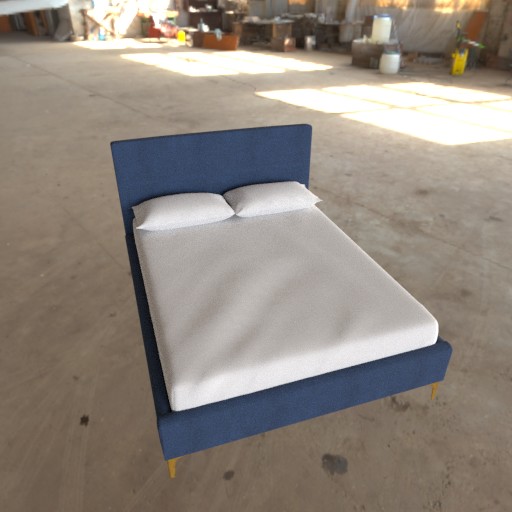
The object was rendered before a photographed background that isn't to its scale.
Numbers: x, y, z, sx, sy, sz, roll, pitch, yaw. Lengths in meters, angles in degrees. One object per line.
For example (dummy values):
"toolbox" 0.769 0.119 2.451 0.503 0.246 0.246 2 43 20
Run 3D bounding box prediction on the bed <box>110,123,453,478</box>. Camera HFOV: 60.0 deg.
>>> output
"bed" 0.000 0.000 3.140 1.723 1.231 2.172 -10 33 -16
